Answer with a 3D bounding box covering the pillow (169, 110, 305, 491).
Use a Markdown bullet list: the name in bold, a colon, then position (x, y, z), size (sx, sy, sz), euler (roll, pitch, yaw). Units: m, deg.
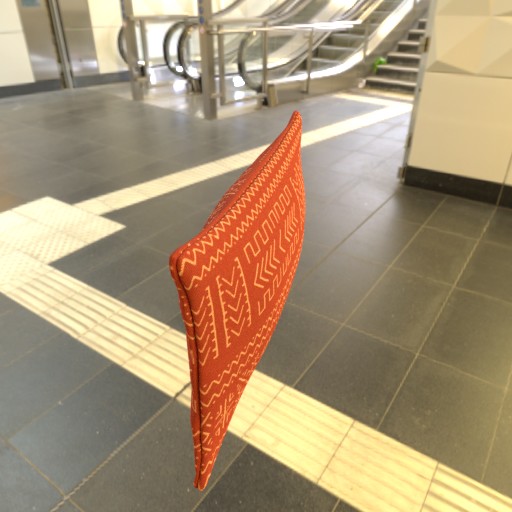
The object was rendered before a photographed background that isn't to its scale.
- **pillow**: position (0.000, 0.000, 0.753), size (0.130, 0.352, 0.640), euler (8, 31, 13)
